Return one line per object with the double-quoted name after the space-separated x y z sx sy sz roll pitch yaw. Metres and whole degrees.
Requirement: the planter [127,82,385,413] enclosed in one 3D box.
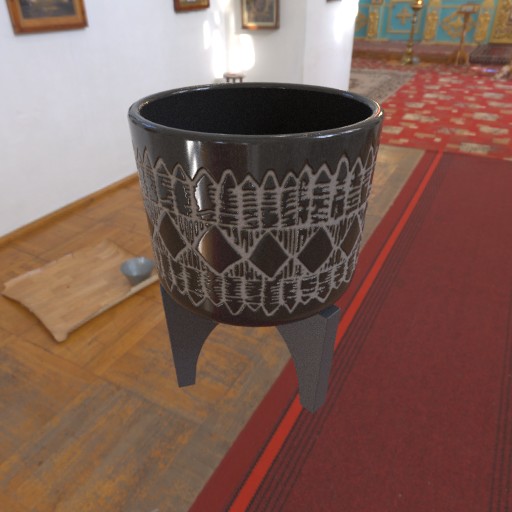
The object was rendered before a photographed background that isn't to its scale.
0.000 0.000 0.532 0.251 0.355 0.251 -9 32 -14 "planter"
